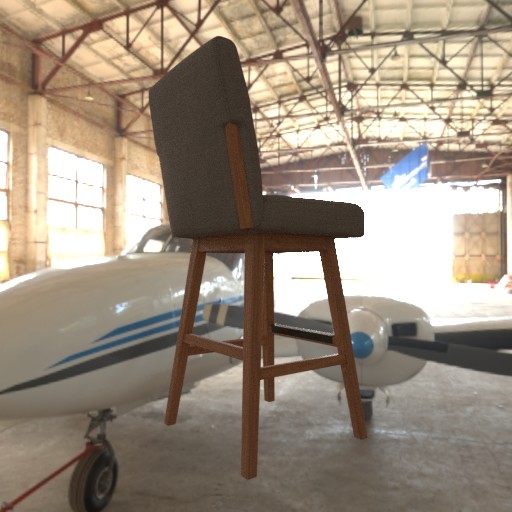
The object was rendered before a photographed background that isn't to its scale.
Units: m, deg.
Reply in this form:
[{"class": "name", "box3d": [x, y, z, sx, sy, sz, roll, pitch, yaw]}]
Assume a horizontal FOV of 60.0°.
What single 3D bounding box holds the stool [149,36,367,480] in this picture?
[{"class": "stool", "box3d": [0.000, 0.000, 1.410, 0.570, 1.112, 0.483, 1, -1, -36]}]
